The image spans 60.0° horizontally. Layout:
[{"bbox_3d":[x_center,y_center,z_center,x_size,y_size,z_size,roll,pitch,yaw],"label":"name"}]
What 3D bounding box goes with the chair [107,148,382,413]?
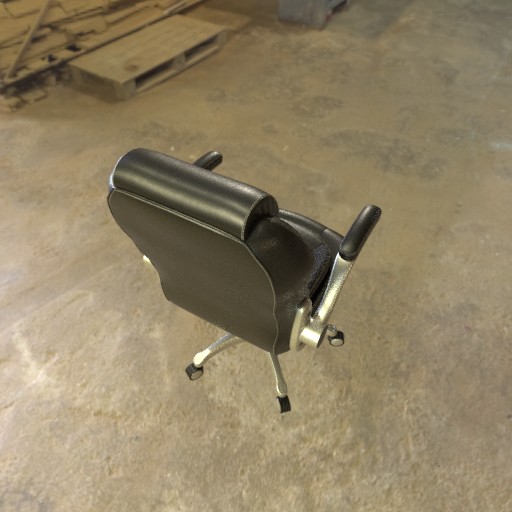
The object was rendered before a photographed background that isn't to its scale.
[{"bbox_3d":[0.000,0.000,1.625,0.724,1.141,0.801,23,50,21],"label":"chair"}]
